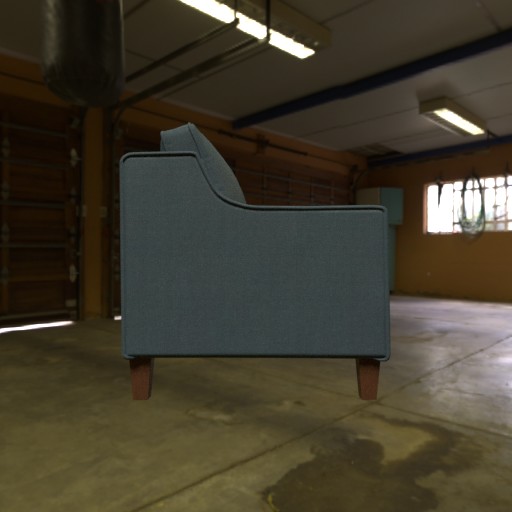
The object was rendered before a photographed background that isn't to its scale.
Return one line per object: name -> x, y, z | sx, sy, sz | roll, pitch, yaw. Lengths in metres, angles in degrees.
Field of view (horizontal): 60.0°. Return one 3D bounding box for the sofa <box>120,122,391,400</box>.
sofa -> 0.000, 0.000, 2.456 | 0.911, 0.974, 1.986 | 0, 0, 0
